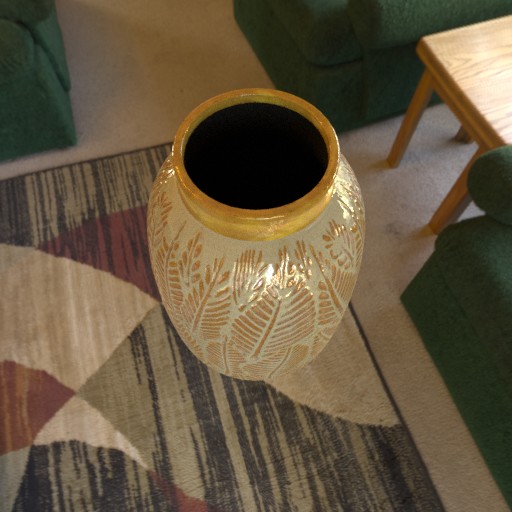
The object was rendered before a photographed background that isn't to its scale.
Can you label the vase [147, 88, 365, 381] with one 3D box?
[{"bbox_3d":[0.000,0.000,0.372,0.172,0.270,0.172,0,63,0],"label":"vase"}]
